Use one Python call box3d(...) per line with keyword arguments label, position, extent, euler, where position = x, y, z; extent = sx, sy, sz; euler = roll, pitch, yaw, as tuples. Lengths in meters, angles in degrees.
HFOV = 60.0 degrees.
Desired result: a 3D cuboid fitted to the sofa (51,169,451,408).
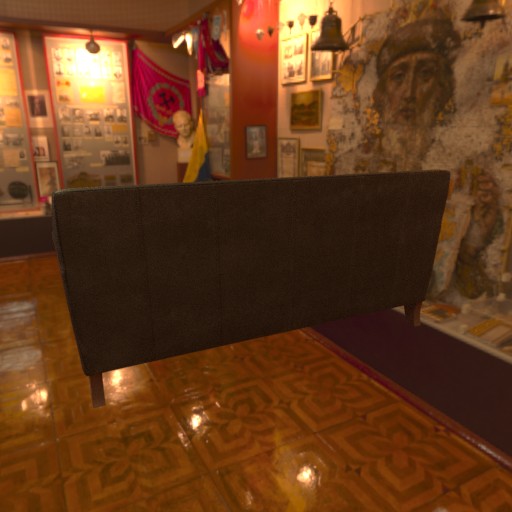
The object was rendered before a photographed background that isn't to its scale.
box3d(label="sofa", position=(0.000, 0.000, 2.499), extent=(2.053, 0.947, 0.805), euler=(-8, 17, -25))
